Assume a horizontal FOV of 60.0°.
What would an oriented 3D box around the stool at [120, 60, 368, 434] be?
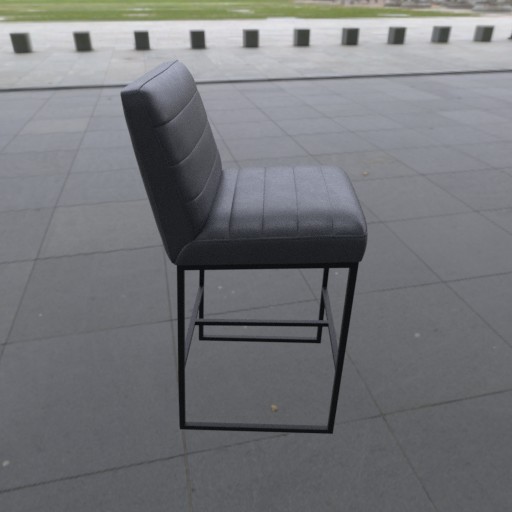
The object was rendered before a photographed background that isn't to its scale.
[{"bbox_3d":[0.000,0.000,1.331,0.552,1.040,0.457,1,31,2],"label":"stool"}]
